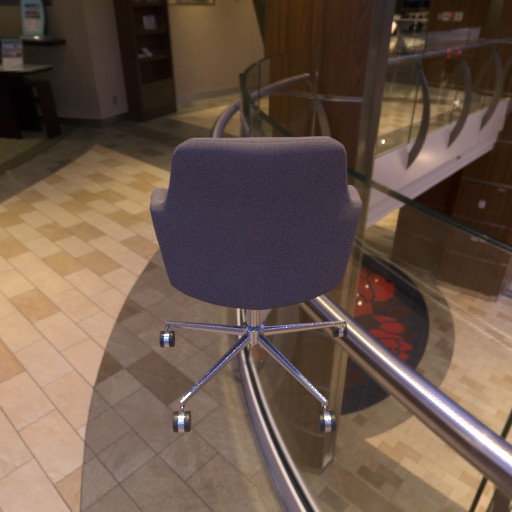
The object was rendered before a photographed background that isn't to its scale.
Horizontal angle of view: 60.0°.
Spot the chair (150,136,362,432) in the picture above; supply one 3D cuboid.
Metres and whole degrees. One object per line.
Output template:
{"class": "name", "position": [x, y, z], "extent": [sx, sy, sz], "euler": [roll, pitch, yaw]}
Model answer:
{"class": "chair", "position": [0.000, 0.000, 1.281], "extent": [0.655, 0.820, 0.600], "euler": [-1, 30, -2]}
